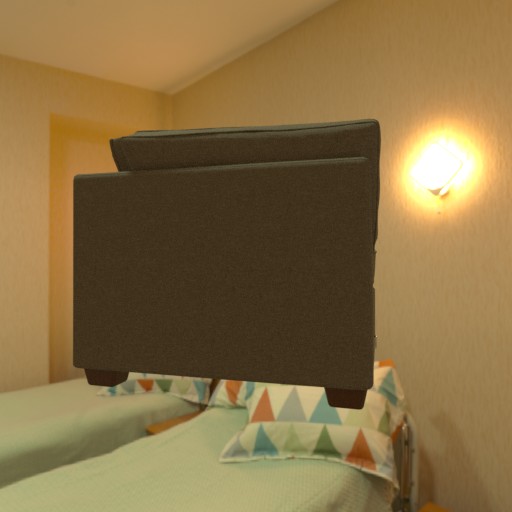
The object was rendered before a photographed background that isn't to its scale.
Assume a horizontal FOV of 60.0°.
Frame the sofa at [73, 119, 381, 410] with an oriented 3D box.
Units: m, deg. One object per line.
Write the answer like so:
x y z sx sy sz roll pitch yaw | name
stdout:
0.000 0.000 1.912 1.050 0.951 1.042 0 0 17 | sofa
